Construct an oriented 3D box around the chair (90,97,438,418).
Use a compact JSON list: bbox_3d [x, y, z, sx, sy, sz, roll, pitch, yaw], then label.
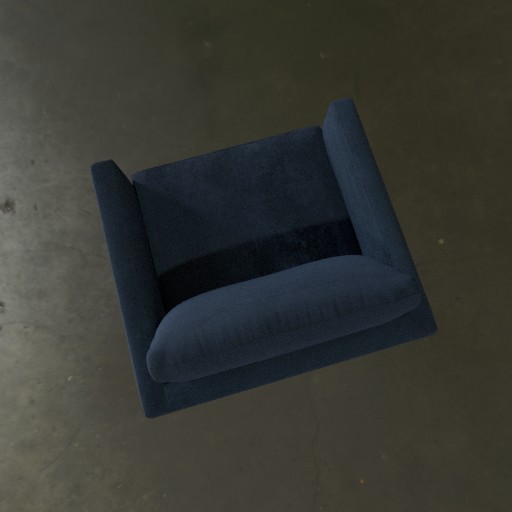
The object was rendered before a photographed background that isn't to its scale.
[{"bbox_3d":[0.000,0.000,1.637,0.964,0.812,0.875,-16,78,-4],"label":"chair"}]
